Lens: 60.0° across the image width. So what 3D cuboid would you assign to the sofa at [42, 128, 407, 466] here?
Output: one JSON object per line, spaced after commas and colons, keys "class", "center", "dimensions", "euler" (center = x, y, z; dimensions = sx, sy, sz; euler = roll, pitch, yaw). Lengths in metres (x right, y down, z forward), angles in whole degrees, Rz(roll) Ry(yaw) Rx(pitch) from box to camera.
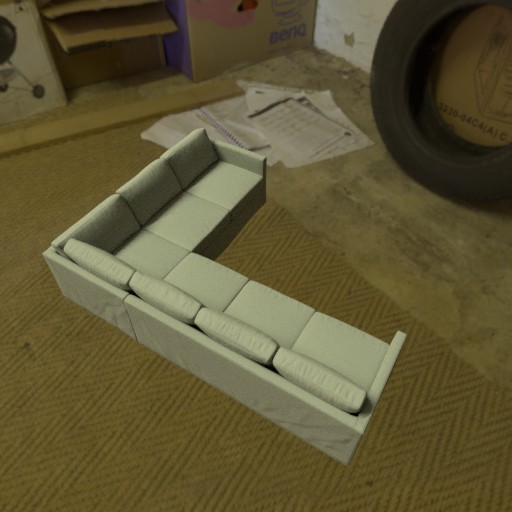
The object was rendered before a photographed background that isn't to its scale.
{"class": "sofa", "center": [0.000, 0.000, 4.401], "dimensions": [3.182, 0.871, 2.432], "euler": [24, 52, 21]}
